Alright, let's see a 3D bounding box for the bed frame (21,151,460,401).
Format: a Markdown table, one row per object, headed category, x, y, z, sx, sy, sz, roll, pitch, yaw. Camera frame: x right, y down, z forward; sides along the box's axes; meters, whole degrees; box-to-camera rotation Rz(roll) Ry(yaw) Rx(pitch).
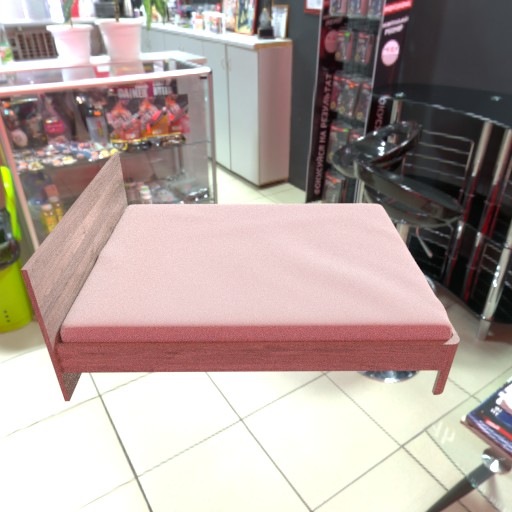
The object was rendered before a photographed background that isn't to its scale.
| category | x | y | z | sx | sy | sz | roll | pitch | yaw |
| --- | --- | --- | --- | --- | --- | --- | --- | --- | --- |
| bed frame | 0.000 | 0.000 | 2.676 | 1.950 | 0.800 | 1.490 | 0 | 32 | 0 |
